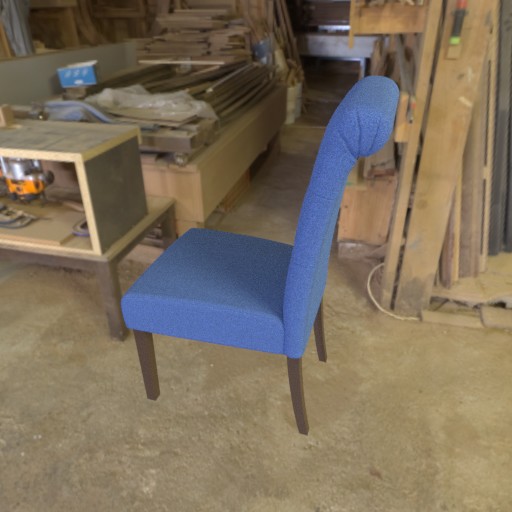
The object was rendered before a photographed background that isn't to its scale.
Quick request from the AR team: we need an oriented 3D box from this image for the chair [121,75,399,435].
[{"bbox_3d":[0.000,0.000,1.323,0.671,1.006,0.456,9,31,15],"label":"chair"}]
